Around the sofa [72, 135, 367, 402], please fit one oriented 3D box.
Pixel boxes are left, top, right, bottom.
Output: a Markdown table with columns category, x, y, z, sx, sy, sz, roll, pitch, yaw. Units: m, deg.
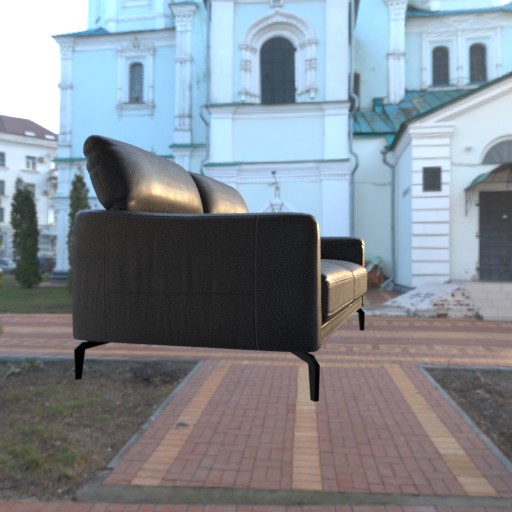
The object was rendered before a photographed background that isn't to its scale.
| category | x | y | z | sx | sy | sz | roll | pitch | yaw |
| --- | --- | --- | --- | --- | --- | --- | --- | --- | --- |
| sofa | 0.000 | 0.000 | 2.178 | 0.958 | 0.920 | 1.596 | 0 | -1 | 19 |
